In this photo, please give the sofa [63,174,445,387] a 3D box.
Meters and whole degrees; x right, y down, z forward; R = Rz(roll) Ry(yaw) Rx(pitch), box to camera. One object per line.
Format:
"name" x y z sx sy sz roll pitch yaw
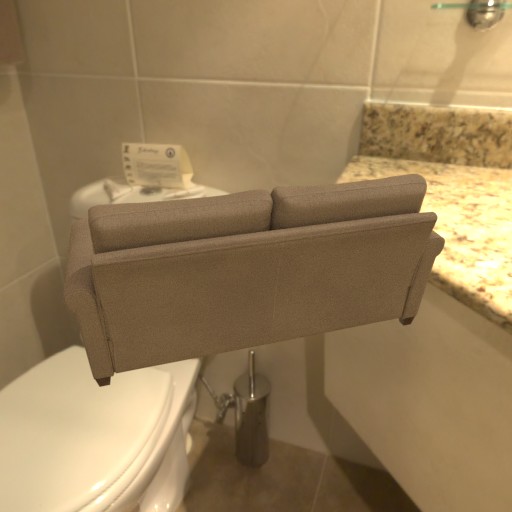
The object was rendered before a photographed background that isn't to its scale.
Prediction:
"sofa" 0.000 0.000 2.463 1.935 0.942 0.842 -8 28 -15
